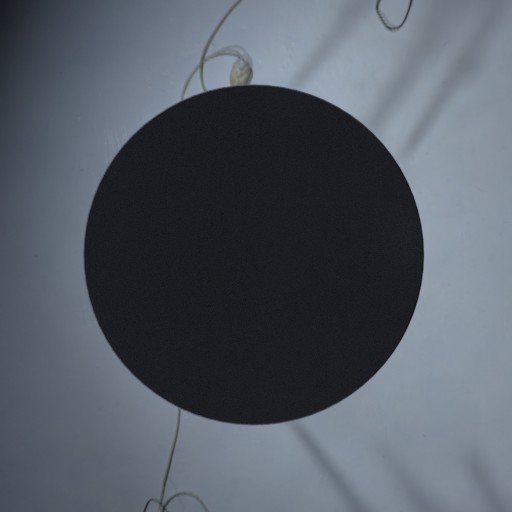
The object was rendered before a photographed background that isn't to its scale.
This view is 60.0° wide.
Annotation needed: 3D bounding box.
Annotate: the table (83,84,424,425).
[{"bbox_3d":[0.000,0.000,0.922,0.500,0.550,0.500,0,89,1],"label":"table"}]
